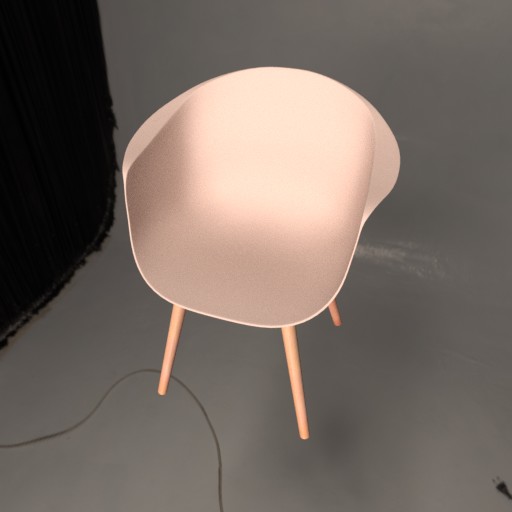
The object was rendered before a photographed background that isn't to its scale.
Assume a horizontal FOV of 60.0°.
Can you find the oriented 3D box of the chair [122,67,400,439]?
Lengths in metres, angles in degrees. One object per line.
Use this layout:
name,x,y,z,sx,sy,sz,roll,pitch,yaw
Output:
chair,0.000,0.000,1.130,0.593,0.781,0.504,12,41,14
